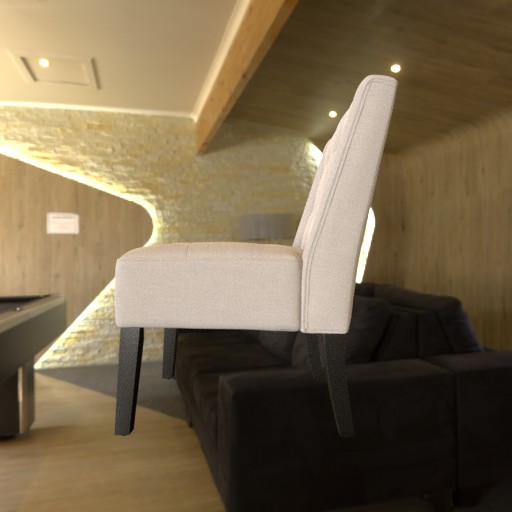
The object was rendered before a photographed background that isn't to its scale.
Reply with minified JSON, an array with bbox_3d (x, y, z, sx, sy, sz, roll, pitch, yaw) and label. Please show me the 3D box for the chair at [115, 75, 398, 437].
[{"bbox_3d":[0.000,0.000,1.303,0.676,0.853,0.569,0,-1,1],"label":"chair"}]
